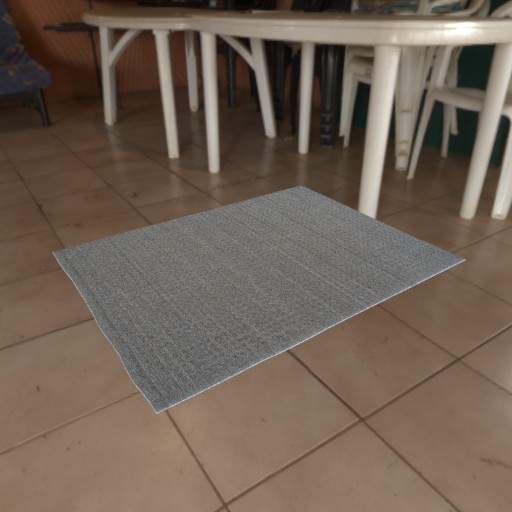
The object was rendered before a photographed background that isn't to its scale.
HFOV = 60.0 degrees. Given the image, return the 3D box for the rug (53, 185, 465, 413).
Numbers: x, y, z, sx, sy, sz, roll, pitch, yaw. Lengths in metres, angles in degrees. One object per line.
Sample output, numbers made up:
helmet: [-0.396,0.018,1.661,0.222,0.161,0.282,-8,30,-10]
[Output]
rug: [0.000,0.000,4.310,3.200,0.007,2.443,-19,35,-30]
